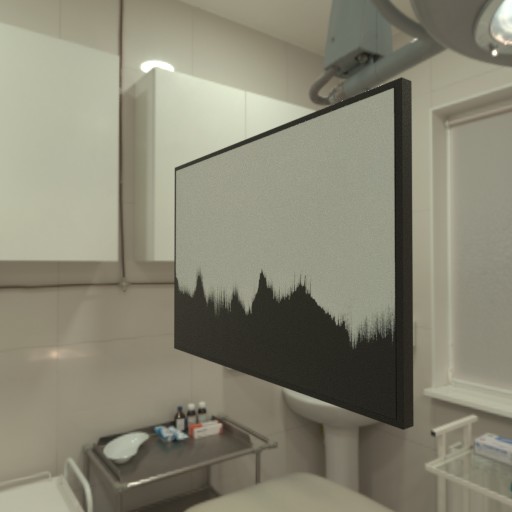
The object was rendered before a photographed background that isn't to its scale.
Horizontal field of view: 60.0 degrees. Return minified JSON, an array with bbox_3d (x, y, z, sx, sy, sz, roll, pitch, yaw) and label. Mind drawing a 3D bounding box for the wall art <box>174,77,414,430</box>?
[{"bbox_3d":[0.000,0.000,0.832,0.022,0.446,0.659,1,-1,-36],"label":"wall art"}]
